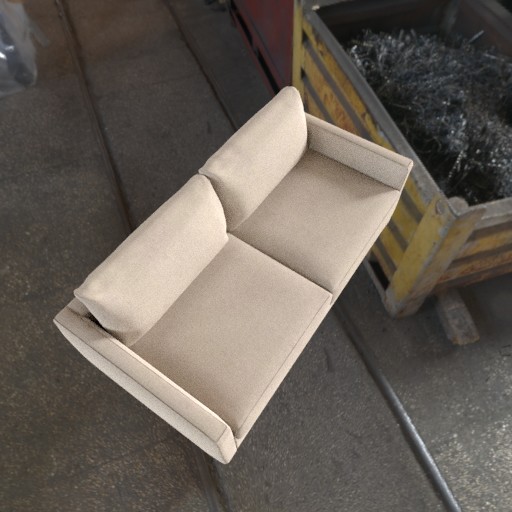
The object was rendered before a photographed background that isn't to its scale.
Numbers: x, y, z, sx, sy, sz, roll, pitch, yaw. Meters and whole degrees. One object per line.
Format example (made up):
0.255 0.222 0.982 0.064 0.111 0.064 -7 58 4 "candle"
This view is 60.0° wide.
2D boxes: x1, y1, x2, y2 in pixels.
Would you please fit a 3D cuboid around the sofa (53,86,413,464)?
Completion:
0.000 0.000 2.187 0.875 0.840 1.682 30 63 18 "sofa"
